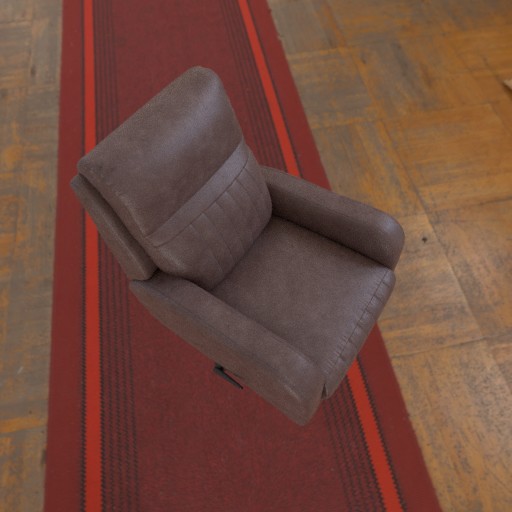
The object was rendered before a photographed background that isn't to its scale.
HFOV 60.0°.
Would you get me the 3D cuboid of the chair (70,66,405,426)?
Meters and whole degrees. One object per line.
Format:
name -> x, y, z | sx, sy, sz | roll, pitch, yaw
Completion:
chair -> 0.000, 0.000, 1.798 | 1.067, 1.067, 0.865 | 30, 64, 17
